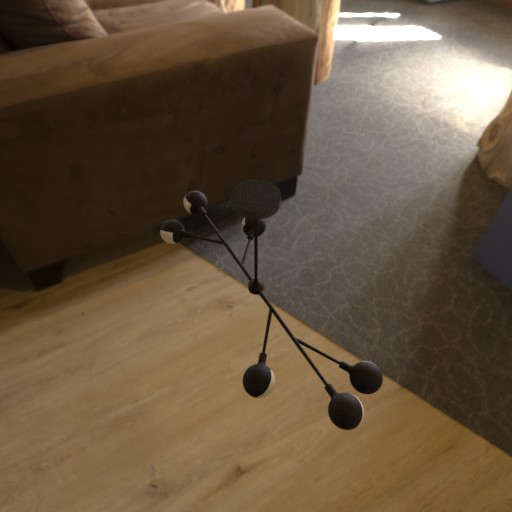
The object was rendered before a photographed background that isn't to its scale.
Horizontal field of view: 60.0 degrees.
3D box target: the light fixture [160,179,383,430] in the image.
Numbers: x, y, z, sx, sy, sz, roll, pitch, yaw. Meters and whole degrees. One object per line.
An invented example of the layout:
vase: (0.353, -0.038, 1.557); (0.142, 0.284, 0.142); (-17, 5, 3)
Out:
light fixture: (0.000, 0.000, 1.025); (0.434, 0.362, 0.778); (-10, 48, -9)
